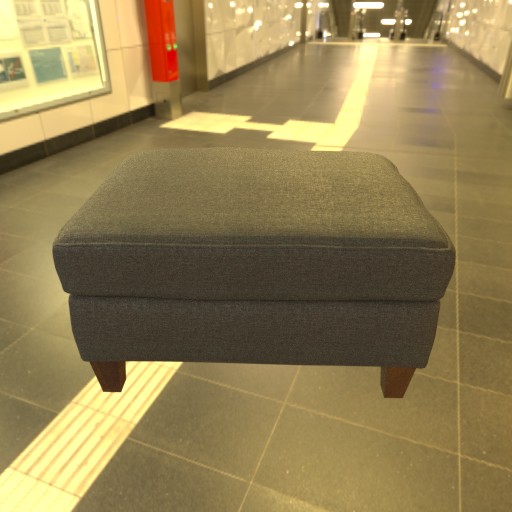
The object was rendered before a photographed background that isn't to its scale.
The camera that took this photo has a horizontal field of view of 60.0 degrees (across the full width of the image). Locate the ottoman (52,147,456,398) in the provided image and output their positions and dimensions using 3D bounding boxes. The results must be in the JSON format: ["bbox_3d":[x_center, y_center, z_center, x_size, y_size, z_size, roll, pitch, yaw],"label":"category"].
[{"bbox_3d":[0.000,0.000,1.224,0.826,0.496,0.639,1,30,1],"label":"ottoman"}]
